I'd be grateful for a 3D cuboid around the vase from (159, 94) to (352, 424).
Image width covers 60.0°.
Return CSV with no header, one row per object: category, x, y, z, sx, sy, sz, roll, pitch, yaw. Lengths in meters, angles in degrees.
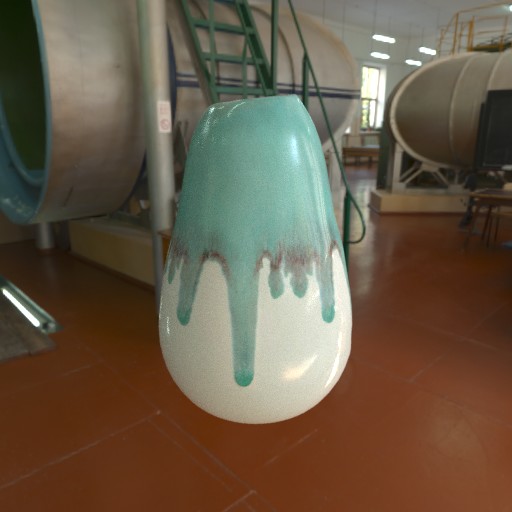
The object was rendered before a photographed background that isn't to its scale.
vase,0.000,0.000,0.259,0.116,0.179,0.116,0,16,0
